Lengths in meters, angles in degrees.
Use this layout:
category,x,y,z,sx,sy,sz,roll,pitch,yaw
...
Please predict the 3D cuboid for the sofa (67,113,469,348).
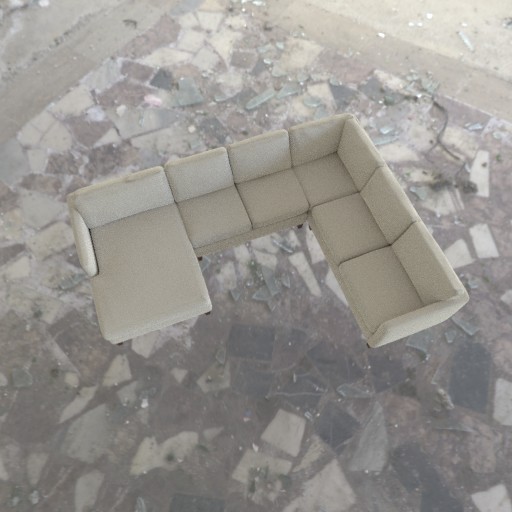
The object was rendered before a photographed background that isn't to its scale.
category,x,y,z,sx,sy,sz,roll,pitch,yaw
sofa,0.000,0.000,4.707,3.459,0.956,2.593,-18,65,-9
